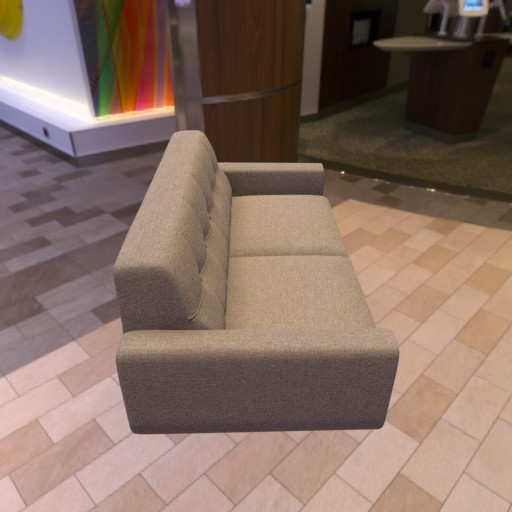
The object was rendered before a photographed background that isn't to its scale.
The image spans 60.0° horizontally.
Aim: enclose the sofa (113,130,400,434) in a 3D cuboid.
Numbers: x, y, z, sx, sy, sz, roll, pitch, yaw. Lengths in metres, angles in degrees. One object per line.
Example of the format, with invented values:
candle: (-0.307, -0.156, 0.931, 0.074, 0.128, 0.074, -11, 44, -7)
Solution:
sofa: (0.000, 0.000, 2.113, 0.909, 0.841, 1.631, -1, 32, -1)
